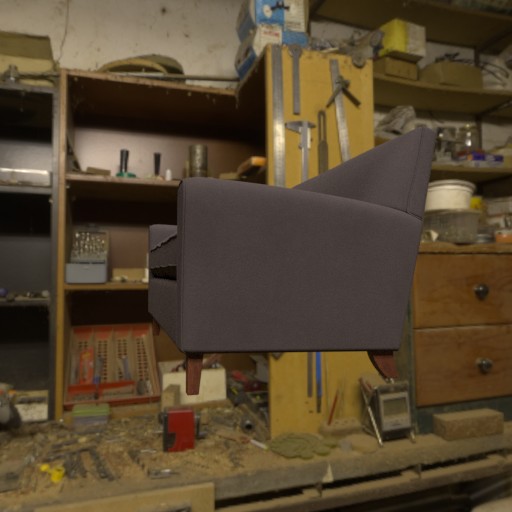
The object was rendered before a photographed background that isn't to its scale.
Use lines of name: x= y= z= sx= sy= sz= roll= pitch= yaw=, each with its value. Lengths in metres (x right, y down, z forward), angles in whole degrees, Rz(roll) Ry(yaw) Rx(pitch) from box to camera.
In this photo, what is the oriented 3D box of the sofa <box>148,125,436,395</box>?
sofa: x=0.000 y=0.000 z=2.002 sx=0.871 sy=0.846 sz=1.420 roll=1 pitch=-2 yaw=-17
